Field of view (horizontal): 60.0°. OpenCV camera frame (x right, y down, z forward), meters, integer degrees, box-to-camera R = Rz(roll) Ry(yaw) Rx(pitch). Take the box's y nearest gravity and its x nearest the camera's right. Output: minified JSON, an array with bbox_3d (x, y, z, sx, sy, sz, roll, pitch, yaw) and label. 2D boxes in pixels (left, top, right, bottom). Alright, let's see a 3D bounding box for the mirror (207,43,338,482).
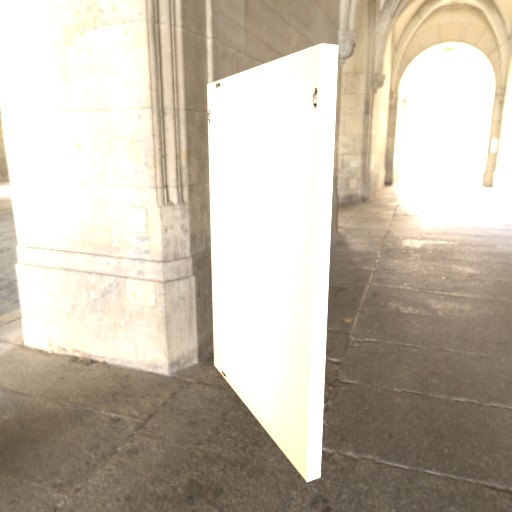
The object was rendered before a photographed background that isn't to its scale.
[{"bbox_3d":[0.000,0.000,1.166,0.041,0.915,0.609,-7,16,-24],"label":"mirror"}]
